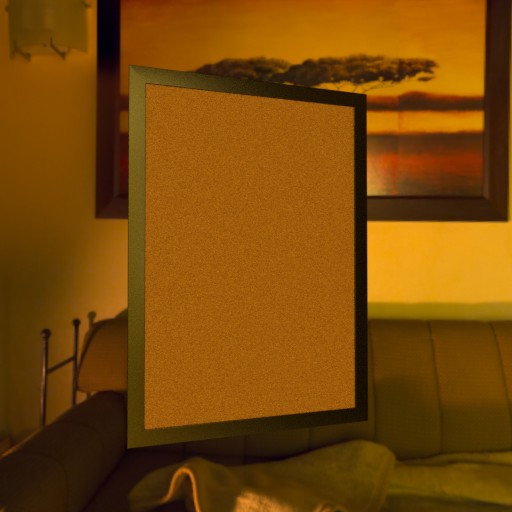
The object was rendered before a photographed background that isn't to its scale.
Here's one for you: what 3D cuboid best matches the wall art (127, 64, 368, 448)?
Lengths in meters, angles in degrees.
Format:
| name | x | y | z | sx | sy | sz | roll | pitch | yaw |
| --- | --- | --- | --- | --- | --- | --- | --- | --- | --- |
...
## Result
| name | x | y | z | sx | sy | sz | roll | pitch | yaw |
| --- | --- | --- | --- | --- | --- | --- | --- | --- | --- |
| wall art | 0.000 | 0.000 | 0.548 | 0.304 | 0.432 | 0.013 | 0 | -1 | -17 |
